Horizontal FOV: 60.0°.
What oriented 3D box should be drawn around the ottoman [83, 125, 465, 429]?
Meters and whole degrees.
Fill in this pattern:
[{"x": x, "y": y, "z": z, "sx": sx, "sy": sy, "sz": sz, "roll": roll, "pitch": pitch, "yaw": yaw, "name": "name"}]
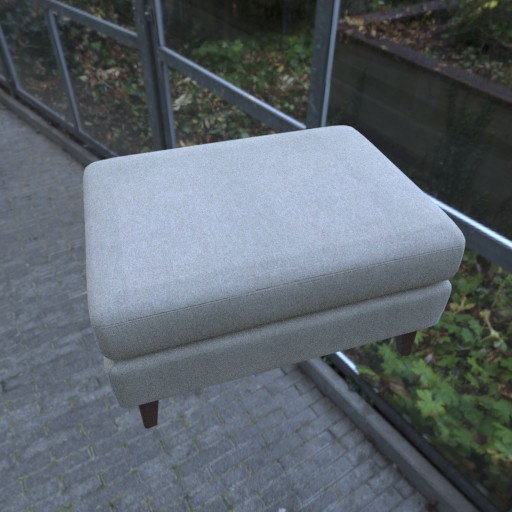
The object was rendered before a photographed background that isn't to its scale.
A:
[{"x": 0.000, "y": 0.000, "z": 1.217, "sx": 0.823, "sy": 0.478, "sz": 0.610, "roll": -12, "pitch": 43, "yaw": -13, "name": "ottoman"}]
